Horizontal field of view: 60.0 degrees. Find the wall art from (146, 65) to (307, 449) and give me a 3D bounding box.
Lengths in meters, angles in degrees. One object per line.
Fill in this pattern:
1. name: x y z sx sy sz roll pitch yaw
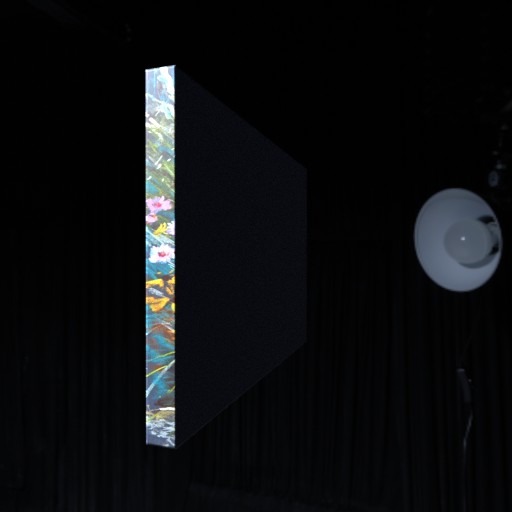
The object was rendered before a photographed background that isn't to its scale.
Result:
1. wall art: 0.000 0.000 0.762 0.037 0.406 0.610 0 0 20
